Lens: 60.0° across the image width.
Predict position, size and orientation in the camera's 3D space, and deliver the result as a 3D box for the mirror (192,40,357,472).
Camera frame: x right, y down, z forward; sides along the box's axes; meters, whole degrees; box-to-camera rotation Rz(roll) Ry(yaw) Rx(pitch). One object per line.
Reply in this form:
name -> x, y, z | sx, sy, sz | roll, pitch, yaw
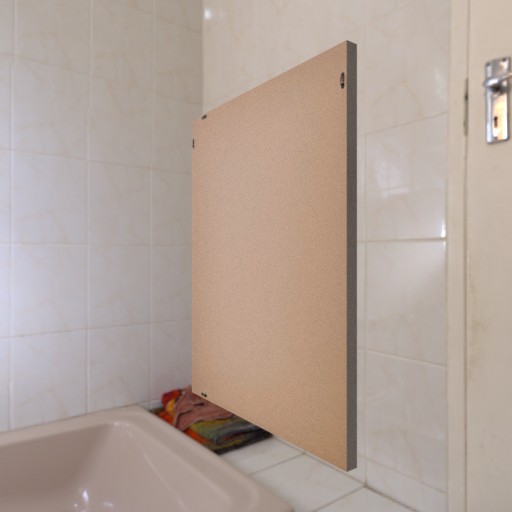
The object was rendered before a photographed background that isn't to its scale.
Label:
mirror -> 0.000, 0.000, 1.357 | 0.041, 1.016, 0.762 | 0, 0, -36
